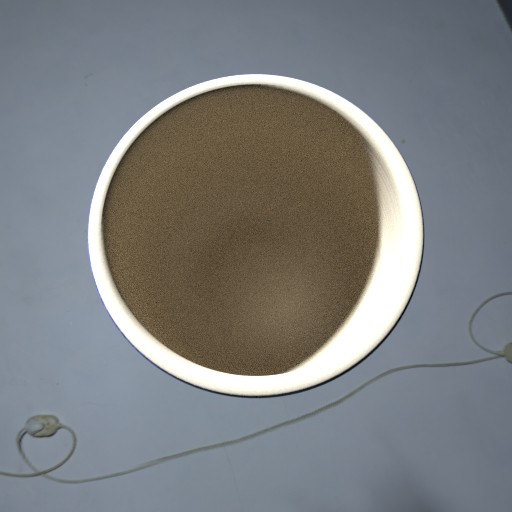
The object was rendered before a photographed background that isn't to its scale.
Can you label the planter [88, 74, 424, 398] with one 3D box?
[{"bbox_3d":[0.000,0.000,0.285,0.165,0.149,0.165,0,77,0],"label":"planter"}]
